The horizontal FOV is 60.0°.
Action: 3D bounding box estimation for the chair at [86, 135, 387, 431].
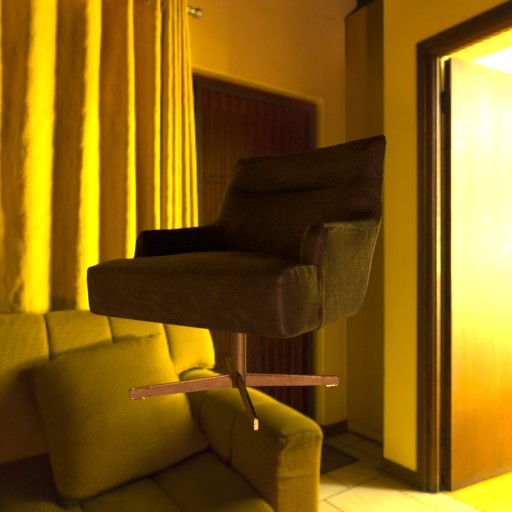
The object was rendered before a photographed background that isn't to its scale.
[{"bbox_3d":[0.000,0.000,1.509,0.738,0.870,0.874,0,0,35],"label":"chair"}]
